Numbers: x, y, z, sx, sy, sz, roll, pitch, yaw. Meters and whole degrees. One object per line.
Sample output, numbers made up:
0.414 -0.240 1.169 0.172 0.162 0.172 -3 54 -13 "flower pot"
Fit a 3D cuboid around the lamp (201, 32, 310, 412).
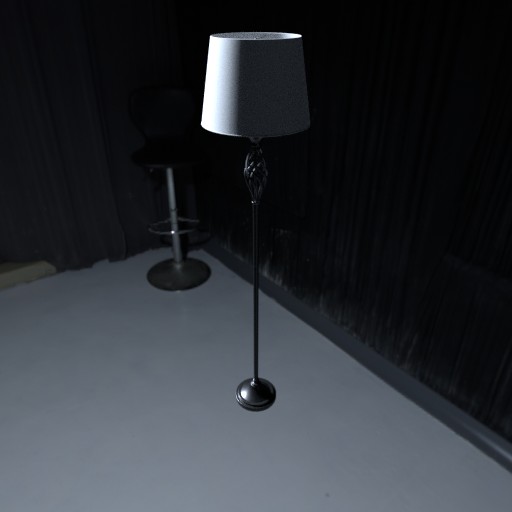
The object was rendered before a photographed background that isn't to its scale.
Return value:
0.000 0.000 1.819 0.379 1.623 0.379 0 30 0 "lamp"
